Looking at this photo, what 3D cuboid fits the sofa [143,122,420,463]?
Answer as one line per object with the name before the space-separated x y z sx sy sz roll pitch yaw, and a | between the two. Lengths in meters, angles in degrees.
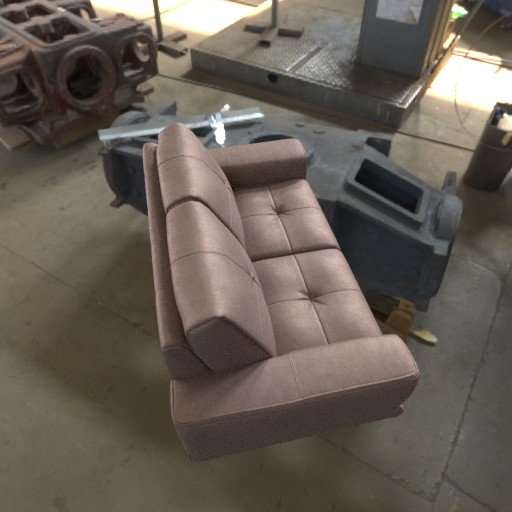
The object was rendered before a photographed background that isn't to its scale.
sofa | 0.000 0.000 2.348 1.018 0.907 1.806 -9 48 -9
